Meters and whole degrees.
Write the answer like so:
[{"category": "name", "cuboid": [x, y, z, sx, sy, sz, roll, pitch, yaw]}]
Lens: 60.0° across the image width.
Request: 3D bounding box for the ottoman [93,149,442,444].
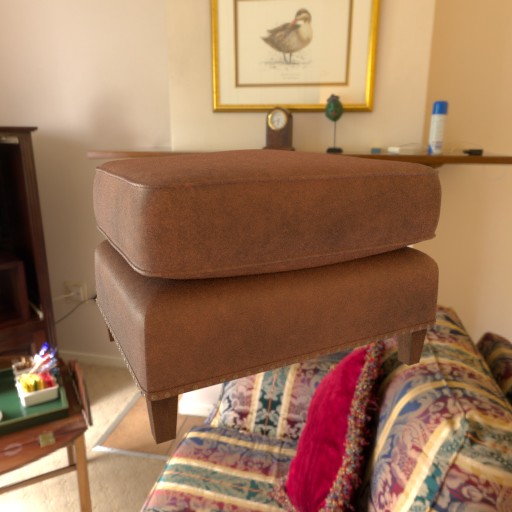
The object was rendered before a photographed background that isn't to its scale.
[{"category": "ottoman", "cuboid": [0.000, 0.000, 1.144, 0.738, 0.537, 0.589, -8, 17, -26]}]
